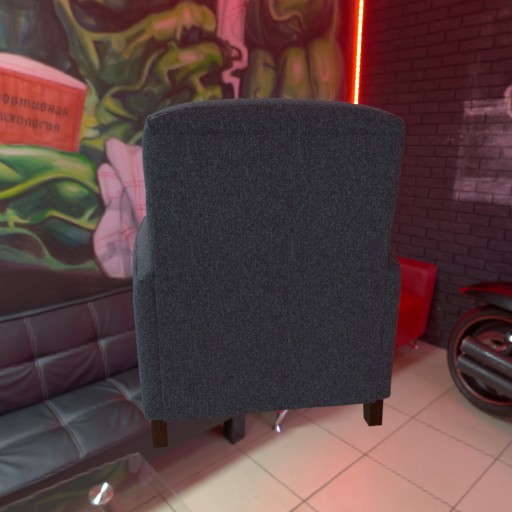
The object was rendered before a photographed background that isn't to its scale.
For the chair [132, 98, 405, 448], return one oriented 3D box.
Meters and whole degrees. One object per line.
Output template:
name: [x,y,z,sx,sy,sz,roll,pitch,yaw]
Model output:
chair: [0.000,0.000,1.597,0.839,1.016,0.850,-2,15,-8]
